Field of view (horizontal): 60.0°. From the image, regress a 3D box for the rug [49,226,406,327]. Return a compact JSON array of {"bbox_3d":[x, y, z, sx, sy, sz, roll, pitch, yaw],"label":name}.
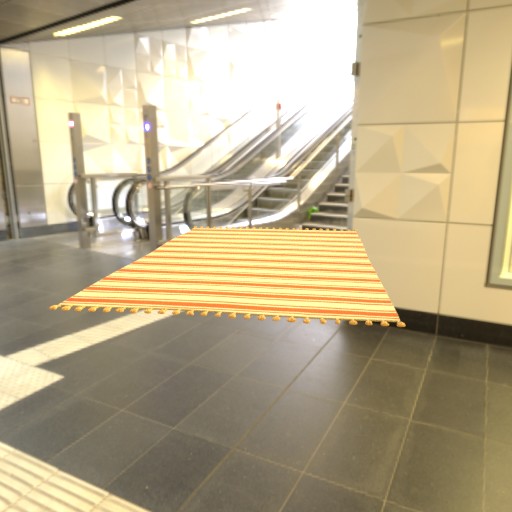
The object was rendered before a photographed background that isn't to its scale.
[{"bbox_3d":[0.000,0.000,3.060,1.556,0.022,2.433,2,13,8],"label":"rug"}]
